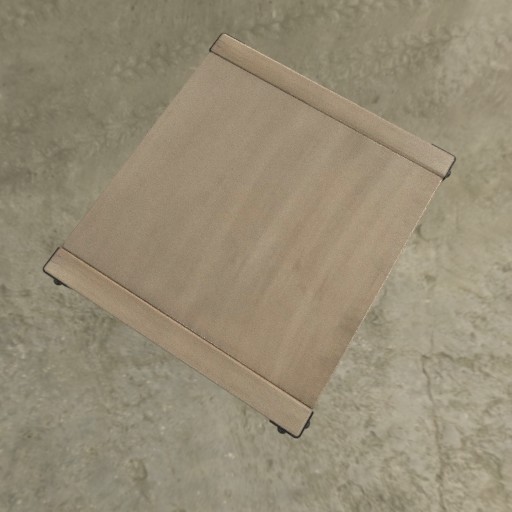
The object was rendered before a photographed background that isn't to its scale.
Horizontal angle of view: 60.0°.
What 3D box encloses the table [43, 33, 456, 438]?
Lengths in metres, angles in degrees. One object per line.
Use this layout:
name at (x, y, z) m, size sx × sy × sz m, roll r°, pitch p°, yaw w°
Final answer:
table at (0.000, 0.000, 0.951) m, size 0.459 × 0.561 × 0.510 m, roll 31°, pitch 78°, yaw 7°
